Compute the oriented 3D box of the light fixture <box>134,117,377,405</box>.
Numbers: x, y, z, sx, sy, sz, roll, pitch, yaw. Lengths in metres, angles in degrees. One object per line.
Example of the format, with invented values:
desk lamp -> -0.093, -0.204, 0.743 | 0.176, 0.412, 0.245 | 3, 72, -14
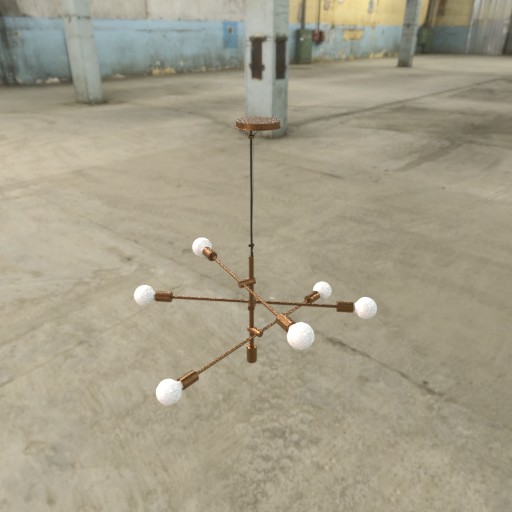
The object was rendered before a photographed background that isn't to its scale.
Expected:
light fixture -> 0.000, 0.000, 1.259 | 0.682, 0.744, 0.637 | -9, 27, -17
